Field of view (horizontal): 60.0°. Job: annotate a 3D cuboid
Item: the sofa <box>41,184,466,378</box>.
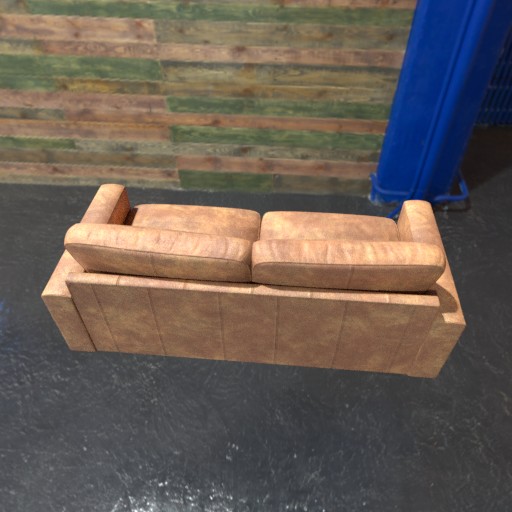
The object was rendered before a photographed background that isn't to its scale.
[{"bbox_3d":[0.000,0.000,2.682,2.179,0.873,1.016,4,46,3],"label":"sofa"}]
